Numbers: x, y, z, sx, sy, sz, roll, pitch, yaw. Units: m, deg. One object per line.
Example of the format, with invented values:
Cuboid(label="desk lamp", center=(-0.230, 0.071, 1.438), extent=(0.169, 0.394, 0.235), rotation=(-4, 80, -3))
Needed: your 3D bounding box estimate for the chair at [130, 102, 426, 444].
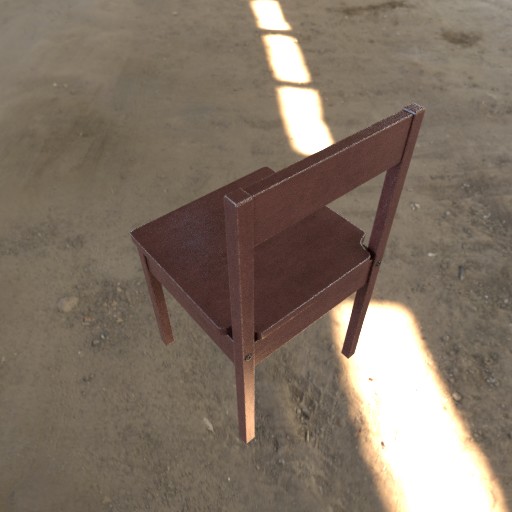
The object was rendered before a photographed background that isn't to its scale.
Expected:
Cuboid(label="chair", center=(0.000, 0.000, 0.906), extent=(0.367, 0.668, 0.361), rotation=(-31, 53, -27))
